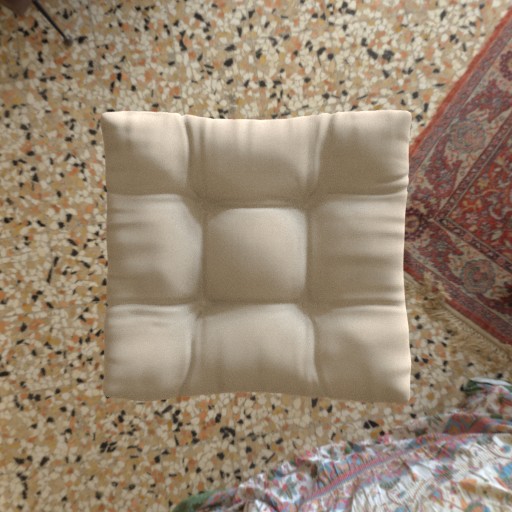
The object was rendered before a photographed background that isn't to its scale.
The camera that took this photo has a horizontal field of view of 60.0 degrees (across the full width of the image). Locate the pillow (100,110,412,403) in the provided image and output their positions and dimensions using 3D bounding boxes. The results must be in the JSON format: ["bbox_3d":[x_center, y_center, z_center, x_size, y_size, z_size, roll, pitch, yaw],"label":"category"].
[{"bbox_3d":[0.000,0.000,0.725,0.490,0.128,0.468,0,89,1],"label":"pillow"}]
